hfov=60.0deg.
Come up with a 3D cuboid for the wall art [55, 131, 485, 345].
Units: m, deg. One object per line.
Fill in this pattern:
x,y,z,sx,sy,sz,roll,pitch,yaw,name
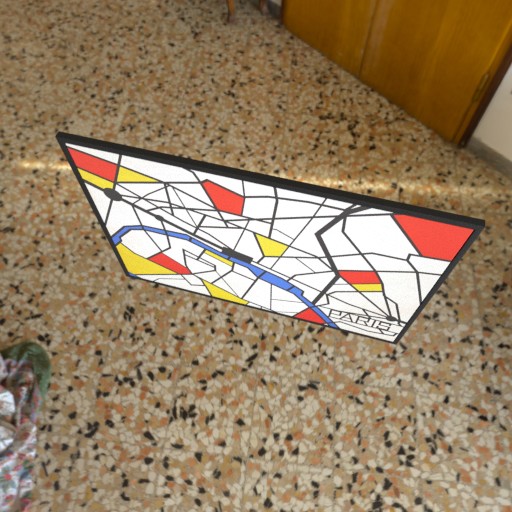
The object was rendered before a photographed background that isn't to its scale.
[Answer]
0.000,0.000,0.860,0.664,0.458,0.013,13,59,8,wall art
